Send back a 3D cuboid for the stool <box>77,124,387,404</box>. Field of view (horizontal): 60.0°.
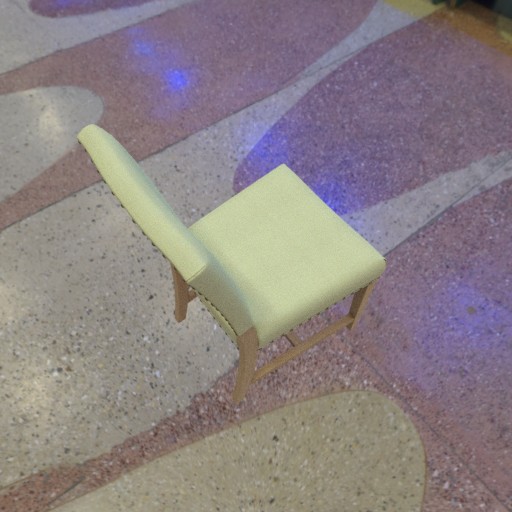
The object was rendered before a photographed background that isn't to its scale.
[{"bbox_3d":[0.000,0.000,1.322,0.623,0.986,0.508,-32,63,-19],"label":"stool"}]
